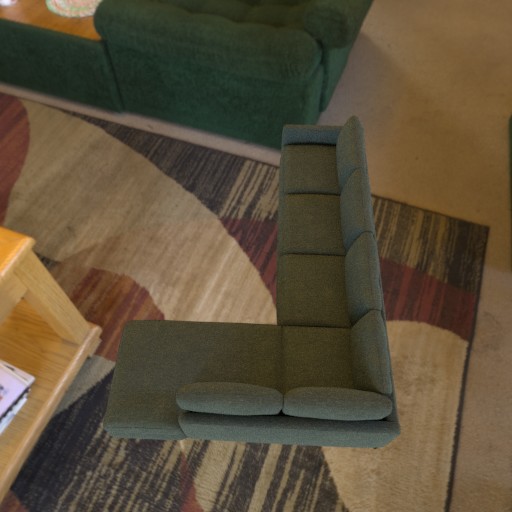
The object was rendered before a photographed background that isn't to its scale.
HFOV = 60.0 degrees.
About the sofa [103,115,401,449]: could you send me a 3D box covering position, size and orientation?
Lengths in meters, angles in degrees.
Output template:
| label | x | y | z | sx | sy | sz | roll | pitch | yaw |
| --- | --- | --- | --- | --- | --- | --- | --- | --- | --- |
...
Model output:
| label | x | y | z | sx | sy | sz | roll | pitch | yaw |
| --- | --- | --- | --- | --- | --- | --- | --- | --- | --- |
| sofa | 0.000 | 0.000 | 3.804 | 2.007 | 0.815 | 2.949 | 2 | 57 | 1 |
